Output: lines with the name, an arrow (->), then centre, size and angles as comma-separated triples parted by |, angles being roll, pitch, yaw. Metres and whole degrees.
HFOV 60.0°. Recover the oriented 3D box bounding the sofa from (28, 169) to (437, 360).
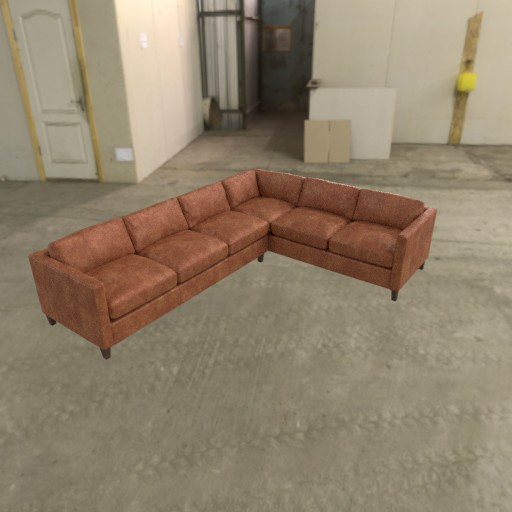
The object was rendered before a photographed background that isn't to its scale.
sofa -> 0.000, 0.000, 4.296 | 2.438, 0.838, 3.167 | 18, 32, 32
